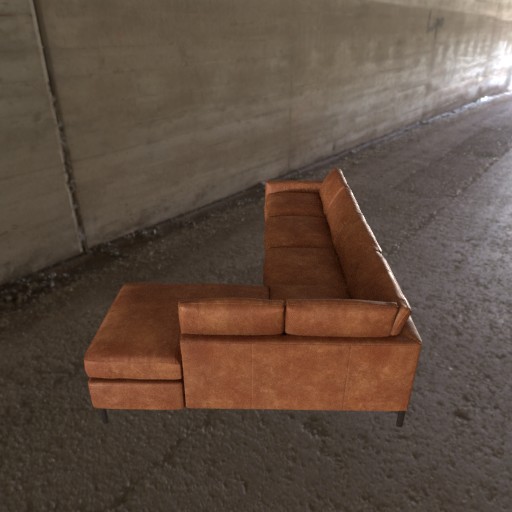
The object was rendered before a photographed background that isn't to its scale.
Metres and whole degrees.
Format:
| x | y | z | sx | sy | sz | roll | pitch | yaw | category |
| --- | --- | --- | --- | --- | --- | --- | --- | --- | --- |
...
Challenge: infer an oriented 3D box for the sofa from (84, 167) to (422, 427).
| x | y | z | sx | sy | sz | roll | pitch | yaw | category |
| --- | --- | --- | --- | --- | --- | --- | --- | --- | --- |
| 0.000 | 0.000 | 3.857 | 1.938 | 0.877 | 2.984 | 1 | 27 | 1 | sofa |
